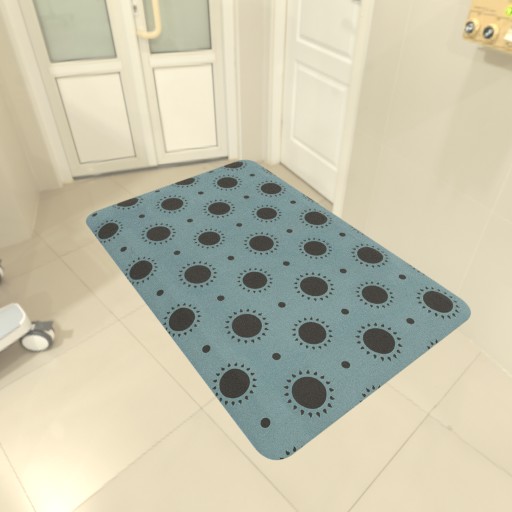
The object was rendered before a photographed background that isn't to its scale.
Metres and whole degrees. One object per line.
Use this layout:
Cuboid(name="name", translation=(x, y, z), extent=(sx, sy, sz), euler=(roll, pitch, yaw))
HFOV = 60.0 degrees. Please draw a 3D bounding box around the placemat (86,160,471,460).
Cuboid(name="placemat", translation=(0.000, 0.000, 0.969), extent=(0.508, 0.021, 0.762), euler=(-26, 47, -27))
